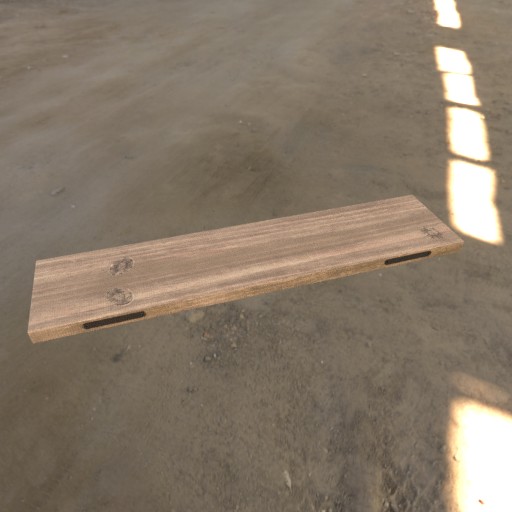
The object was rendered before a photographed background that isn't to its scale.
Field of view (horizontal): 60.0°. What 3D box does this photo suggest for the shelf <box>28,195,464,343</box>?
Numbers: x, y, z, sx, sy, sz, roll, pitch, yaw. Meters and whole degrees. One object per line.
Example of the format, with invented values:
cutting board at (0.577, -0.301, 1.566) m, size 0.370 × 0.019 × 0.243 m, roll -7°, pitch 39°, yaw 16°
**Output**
shelf at (0.000, 0.000, 0.653) m, size 0.610 × 0.020 × 0.140 m, roll -11°, pitch 40°, yaw -13°
